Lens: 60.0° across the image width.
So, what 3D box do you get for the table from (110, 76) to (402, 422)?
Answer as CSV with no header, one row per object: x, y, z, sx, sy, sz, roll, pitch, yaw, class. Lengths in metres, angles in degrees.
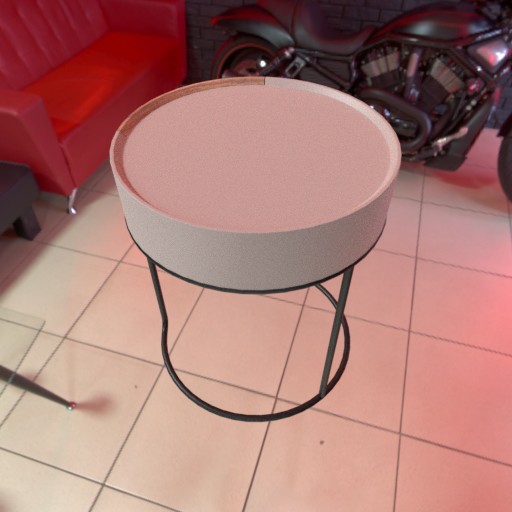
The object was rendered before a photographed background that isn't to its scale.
0.000,0.000,0.884,0.450,0.530,0.450,0,45,0,table
